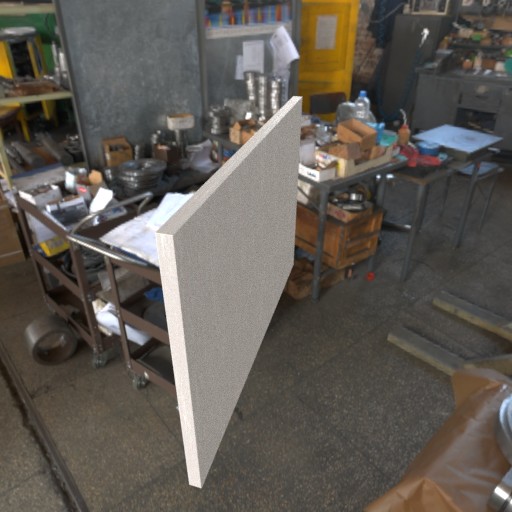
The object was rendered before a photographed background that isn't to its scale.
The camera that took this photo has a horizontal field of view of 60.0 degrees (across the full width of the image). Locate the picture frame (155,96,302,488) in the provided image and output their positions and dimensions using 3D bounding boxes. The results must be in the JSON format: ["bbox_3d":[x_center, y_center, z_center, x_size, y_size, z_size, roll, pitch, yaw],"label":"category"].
[{"bbox_3d":[0.000,0.000,1.203,0.029,0.640,0.950,9,33,14],"label":"picture frame"}]
